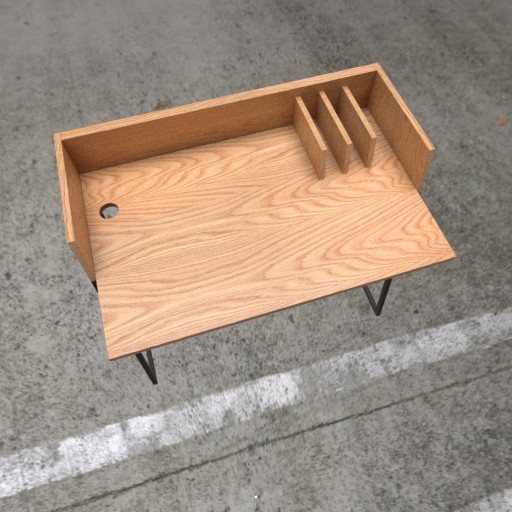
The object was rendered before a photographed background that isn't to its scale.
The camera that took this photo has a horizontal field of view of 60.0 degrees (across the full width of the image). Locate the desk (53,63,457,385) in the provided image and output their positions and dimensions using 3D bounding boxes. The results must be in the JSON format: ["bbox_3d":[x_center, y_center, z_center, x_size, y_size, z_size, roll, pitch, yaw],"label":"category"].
[{"bbox_3d":[0.000,0.000,1.867,1.191,1.061,0.769,-15,63,-8],"label":"desk"}]
